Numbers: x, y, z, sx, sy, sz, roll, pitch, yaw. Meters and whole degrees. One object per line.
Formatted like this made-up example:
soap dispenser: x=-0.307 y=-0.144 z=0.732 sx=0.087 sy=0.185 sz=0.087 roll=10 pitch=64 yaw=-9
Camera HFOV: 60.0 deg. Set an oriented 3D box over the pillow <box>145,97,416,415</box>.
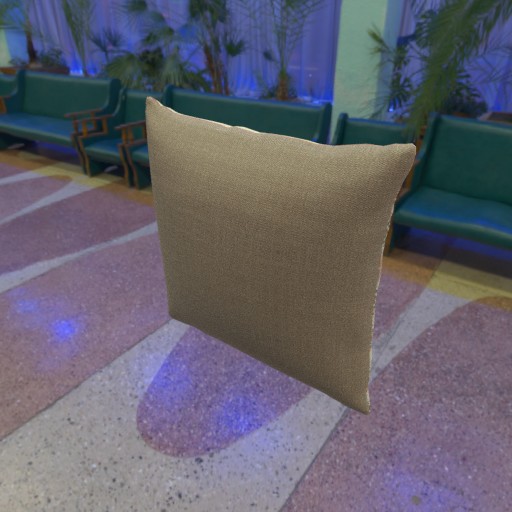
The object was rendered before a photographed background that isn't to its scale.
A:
pillow: x=0.000 y=0.000 z=0.833 sx=0.521 sy=0.519 sz=0.215 roll=20 pitch=35 yaw=30
